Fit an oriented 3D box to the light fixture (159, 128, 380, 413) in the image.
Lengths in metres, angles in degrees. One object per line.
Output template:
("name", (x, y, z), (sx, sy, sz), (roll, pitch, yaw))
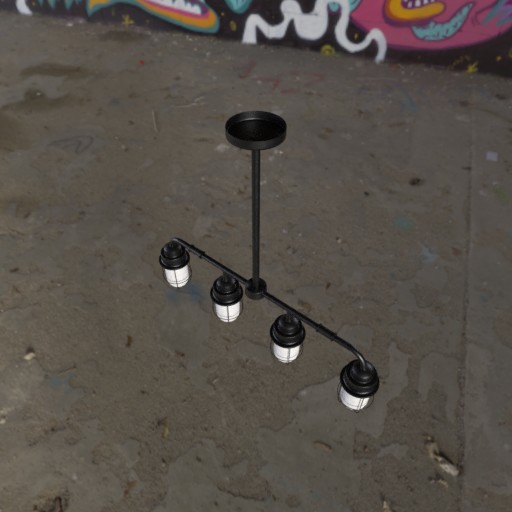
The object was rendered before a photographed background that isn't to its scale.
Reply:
("light fixture", (0.000, 0.000, 1.219), (0.852, 0.785, 0.131), (30, 52, 27))
